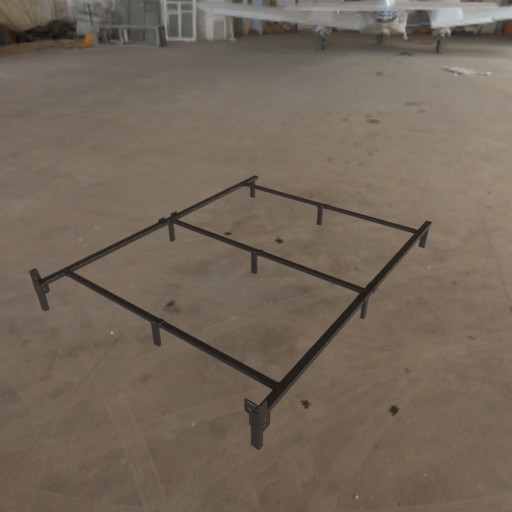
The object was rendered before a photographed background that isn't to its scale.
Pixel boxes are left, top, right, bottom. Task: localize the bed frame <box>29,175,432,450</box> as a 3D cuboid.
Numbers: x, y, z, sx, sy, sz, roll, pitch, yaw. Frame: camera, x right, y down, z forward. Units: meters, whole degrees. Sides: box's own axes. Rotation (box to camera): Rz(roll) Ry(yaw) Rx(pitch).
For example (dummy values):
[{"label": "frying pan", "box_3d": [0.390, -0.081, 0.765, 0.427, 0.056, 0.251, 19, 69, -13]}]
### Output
[{"label": "bed frame", "box_3d": [0.000, 0.000, 2.695, 1.498, 0.248, 1.990, 21, 37, 30]}]
